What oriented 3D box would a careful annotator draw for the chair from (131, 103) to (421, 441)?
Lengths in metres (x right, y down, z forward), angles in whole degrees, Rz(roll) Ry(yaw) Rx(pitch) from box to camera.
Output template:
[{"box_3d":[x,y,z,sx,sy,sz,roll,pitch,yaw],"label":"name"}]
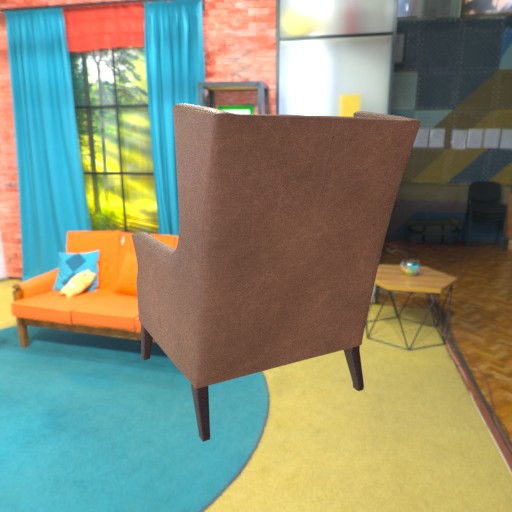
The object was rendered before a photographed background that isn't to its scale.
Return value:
[{"box_3d":[0.000,0.000,1.748,0.815,1.088,0.913,-7,16,-27],"label":"chair"}]
